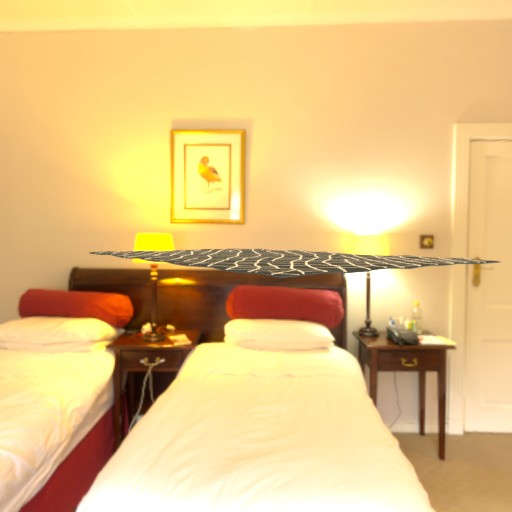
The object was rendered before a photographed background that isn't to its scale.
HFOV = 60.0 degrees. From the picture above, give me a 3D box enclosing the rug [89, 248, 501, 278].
[{"bbox_3d":[0.000,0.000,2.959,1.529,0.017,2.448,-2,3,-35],"label":"rug"}]
